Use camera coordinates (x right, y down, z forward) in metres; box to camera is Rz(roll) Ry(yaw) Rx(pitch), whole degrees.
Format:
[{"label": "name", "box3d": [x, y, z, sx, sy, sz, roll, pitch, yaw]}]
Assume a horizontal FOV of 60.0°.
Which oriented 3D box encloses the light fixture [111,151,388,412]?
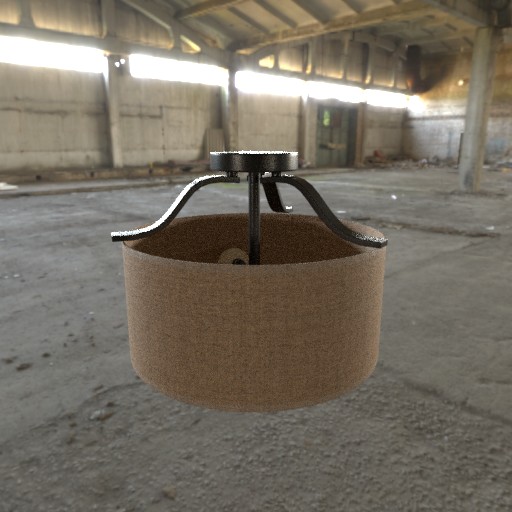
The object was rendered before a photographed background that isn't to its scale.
[{"label": "light fixture", "box3d": [0.000, 0.000, 0.671, 0.390, 0.306, 0.390, 0, 14, 0]}]
